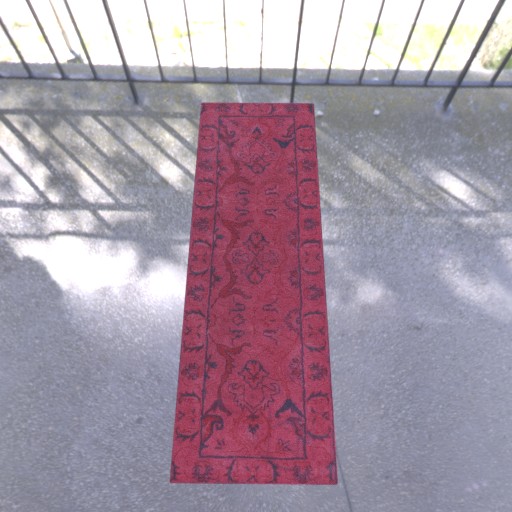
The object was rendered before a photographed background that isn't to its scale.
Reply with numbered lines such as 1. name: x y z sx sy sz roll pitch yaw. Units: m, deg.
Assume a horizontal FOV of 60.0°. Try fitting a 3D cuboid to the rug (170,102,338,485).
1. rug: 0.000 0.000 2.664 0.813 0.018 2.439 0 64 0
